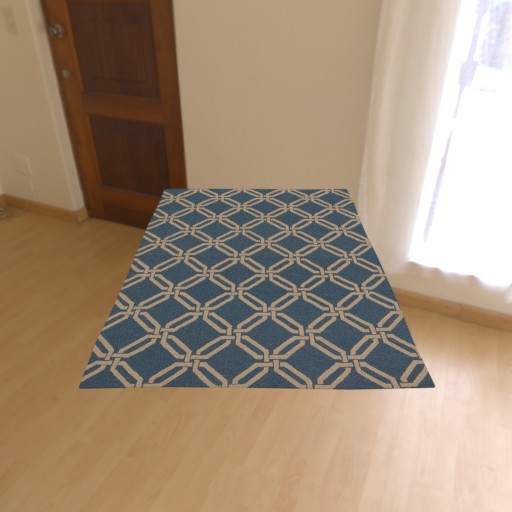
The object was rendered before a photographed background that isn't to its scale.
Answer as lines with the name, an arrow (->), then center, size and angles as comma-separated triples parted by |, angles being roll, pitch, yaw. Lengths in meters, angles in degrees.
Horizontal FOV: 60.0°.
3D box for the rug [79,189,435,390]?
rug -> 0.000, 0.000, 2.768 | 1.524, 0.013, 2.135 | 0, 32, 0
